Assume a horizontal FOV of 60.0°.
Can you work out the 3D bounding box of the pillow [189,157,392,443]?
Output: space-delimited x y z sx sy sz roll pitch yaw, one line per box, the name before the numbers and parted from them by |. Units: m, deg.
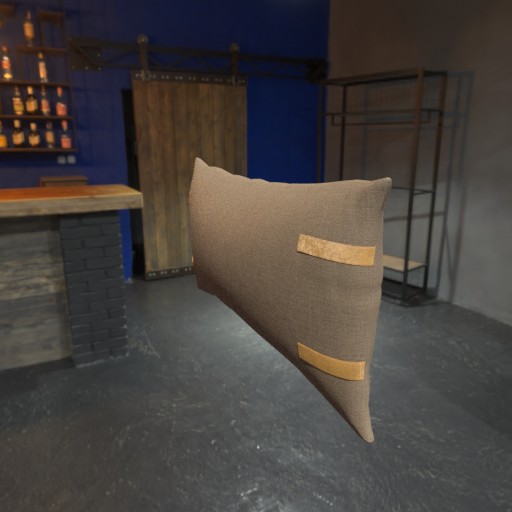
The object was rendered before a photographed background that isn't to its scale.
pillow | 0.000 0.000 0.741 0.148 0.308 0.612 -7 17 -25
